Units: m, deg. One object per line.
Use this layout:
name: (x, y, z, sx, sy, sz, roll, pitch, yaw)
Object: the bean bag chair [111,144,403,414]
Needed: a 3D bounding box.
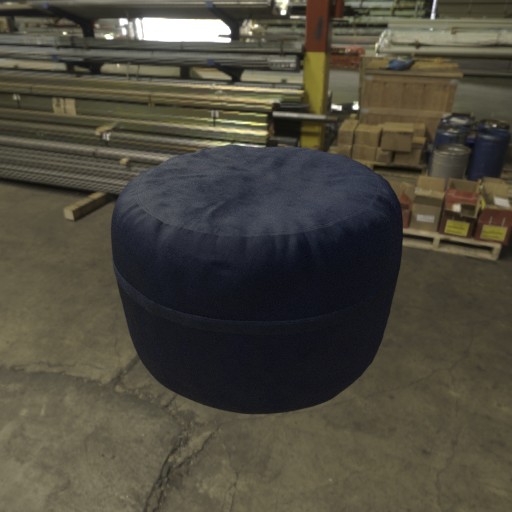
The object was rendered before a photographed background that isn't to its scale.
bean bag chair: (0.000, 0.000, 1.967, 1.219, 0.762, 1.219, 0, 30, 0)
